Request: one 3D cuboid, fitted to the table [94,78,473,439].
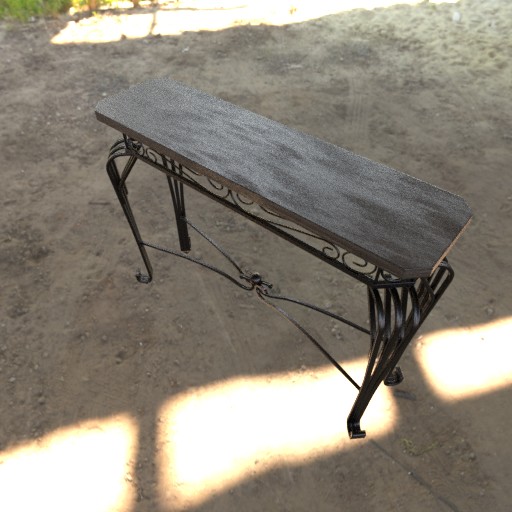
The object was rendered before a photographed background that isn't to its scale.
[{"bbox_3d":[0.000,0.000,1.445,1.112,0.800,0.329,31,53,27],"label":"table"}]
